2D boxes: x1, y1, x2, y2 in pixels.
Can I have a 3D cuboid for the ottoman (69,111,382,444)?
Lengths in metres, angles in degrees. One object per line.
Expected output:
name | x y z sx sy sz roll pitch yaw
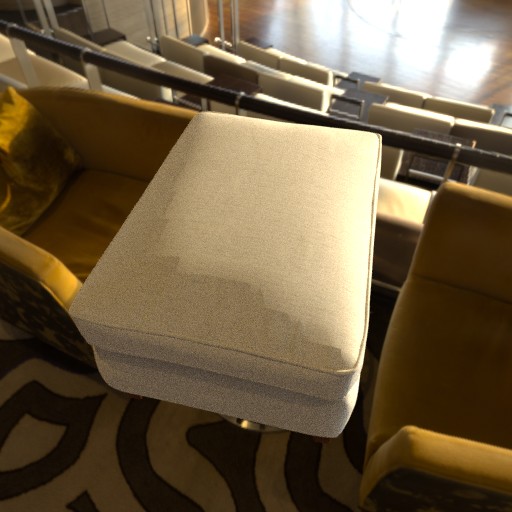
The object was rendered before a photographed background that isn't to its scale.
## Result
ottoman | 0.000 0.000 0.972 0.501 0.406 0.665 10 48 9
